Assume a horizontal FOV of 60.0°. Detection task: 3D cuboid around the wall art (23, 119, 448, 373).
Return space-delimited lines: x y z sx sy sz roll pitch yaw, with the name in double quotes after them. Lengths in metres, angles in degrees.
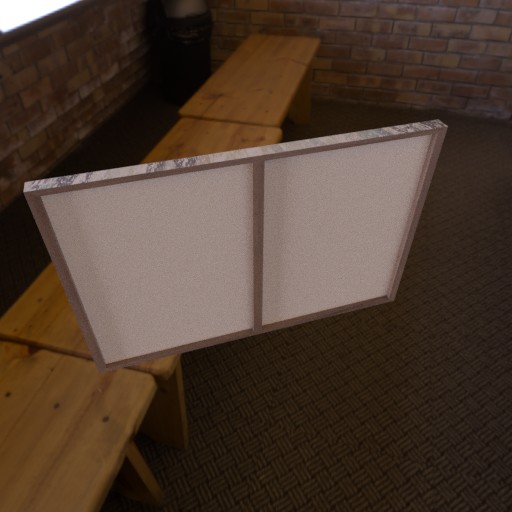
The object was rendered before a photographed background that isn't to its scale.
0.000 0.000 1.141 0.919 0.598 0.038 -12 43 -13 "wall art"
